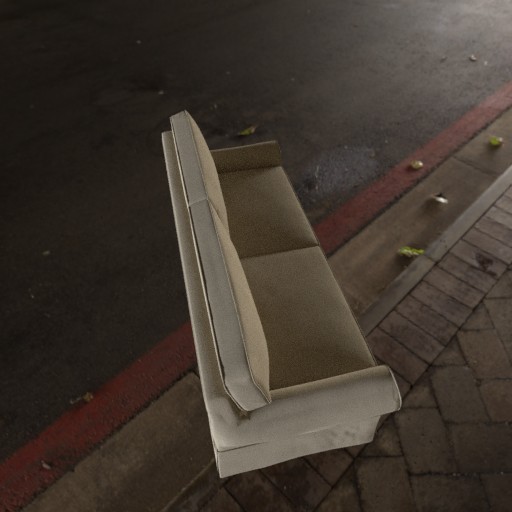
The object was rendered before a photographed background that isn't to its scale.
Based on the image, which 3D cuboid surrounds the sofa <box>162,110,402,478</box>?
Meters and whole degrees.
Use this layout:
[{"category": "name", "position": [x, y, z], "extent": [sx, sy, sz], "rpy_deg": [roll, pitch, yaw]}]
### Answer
[{"category": "sofa", "position": [0.000, 0.000, 2.737], "extent": [0.900, 1.014, 2.246], "rpy_deg": [-10, 47, -9]}]
